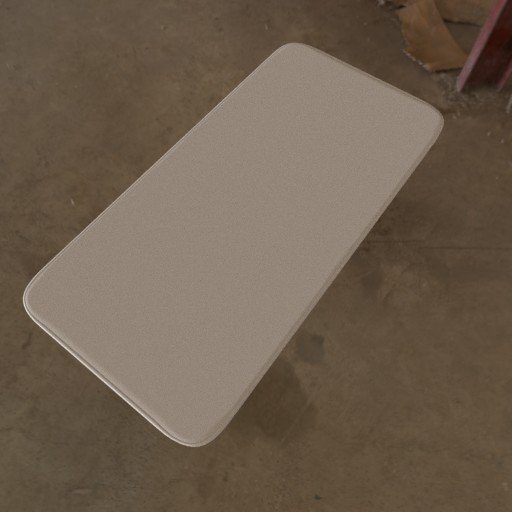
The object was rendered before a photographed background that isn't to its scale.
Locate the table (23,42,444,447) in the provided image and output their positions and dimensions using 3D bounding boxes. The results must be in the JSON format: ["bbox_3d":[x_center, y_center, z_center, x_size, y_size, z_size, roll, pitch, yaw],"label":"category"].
[{"bbox_3d":[0.000,0.000,1.555,0.610,0.729,1.219,34,68,16],"label":"table"}]
